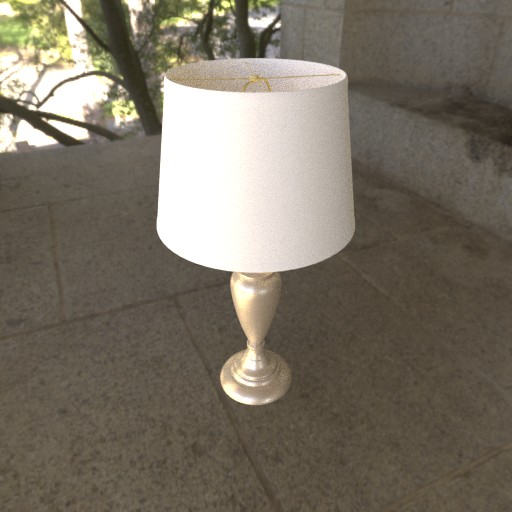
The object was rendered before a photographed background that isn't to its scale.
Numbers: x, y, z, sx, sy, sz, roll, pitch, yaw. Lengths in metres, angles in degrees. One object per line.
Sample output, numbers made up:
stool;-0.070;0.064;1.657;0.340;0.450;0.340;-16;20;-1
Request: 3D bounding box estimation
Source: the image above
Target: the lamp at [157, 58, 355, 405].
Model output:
lamp;0.000;0.000;0.788;0.328;0.612;0.328;0;32;0
